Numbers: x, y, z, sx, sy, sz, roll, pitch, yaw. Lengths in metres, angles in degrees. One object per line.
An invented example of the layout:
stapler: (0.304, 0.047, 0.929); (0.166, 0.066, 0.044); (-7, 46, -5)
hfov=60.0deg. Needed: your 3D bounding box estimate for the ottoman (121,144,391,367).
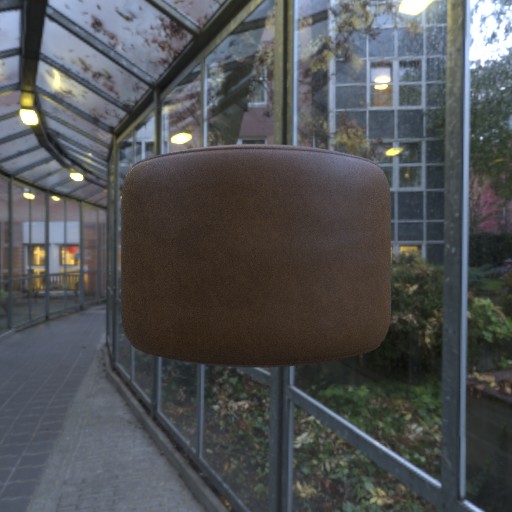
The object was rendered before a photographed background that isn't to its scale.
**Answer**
ottoman: (0.000, 0.000, 1.043); (0.607, 0.438, 0.607); (0, 0, 0)
